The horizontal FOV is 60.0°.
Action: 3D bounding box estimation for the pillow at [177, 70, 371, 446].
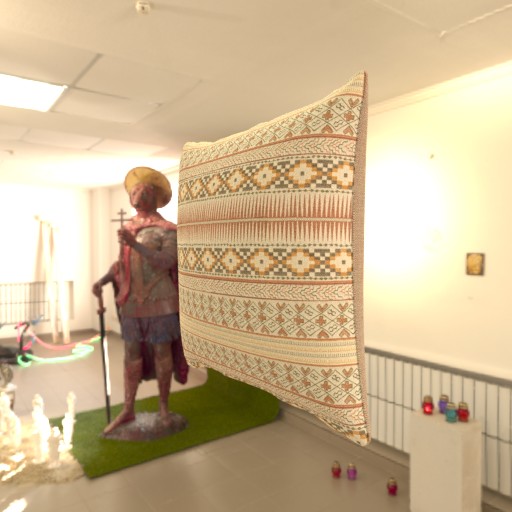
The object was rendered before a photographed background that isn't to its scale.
[{"bbox_3d":[0.000,0.000,0.812,0.215,0.519,0.521,-1,2,-37],"label":"pillow"}]
